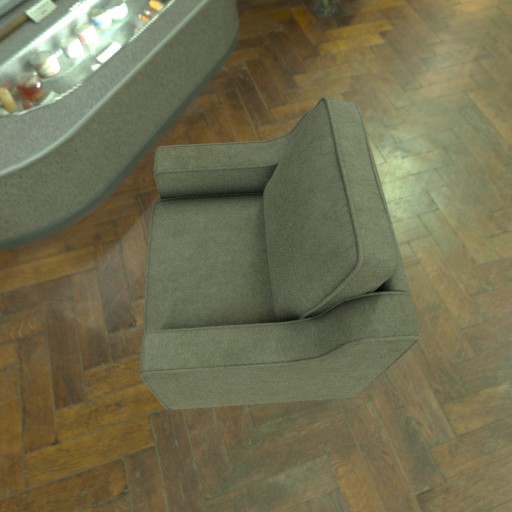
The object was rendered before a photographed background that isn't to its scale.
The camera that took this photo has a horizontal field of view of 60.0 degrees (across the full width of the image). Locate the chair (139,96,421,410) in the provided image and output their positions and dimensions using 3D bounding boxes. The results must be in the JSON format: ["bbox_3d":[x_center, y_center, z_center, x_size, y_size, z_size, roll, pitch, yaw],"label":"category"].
[{"bbox_3d":[0.000,0.000,1.655,0.840,0.944,0.926,-3,59,-2],"label":"chair"}]
